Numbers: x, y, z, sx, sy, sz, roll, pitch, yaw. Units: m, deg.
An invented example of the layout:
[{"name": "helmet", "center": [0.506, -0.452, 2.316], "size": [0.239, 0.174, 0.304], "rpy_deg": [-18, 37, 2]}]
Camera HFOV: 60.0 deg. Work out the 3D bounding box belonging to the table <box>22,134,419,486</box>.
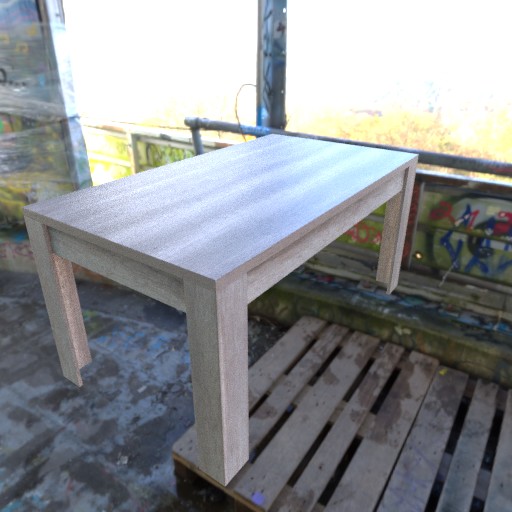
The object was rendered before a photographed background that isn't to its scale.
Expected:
[{"name": "table", "center": [0.000, 0.000, 2.092], "size": [0.900, 0.775, 1.600], "rpy_deg": [18, 32, 31]}]
